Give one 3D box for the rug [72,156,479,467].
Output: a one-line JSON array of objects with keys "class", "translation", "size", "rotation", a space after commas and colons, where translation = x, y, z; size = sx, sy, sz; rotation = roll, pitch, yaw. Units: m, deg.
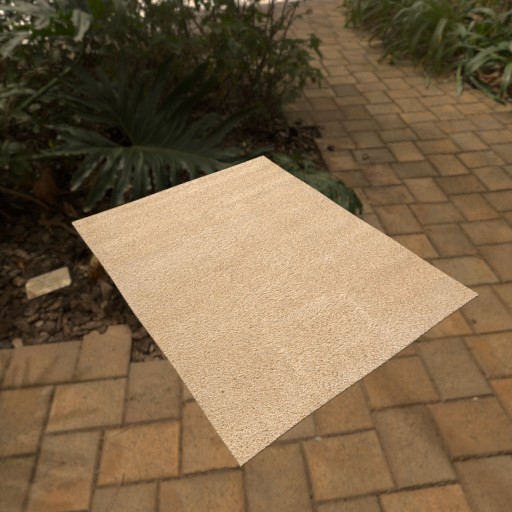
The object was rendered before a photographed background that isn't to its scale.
[{"class": "rug", "translation": [0.000, 0.000, 4.072], "size": [2.400, 0.025, 3.000], "rotation": [-25, 46, -27]}]
